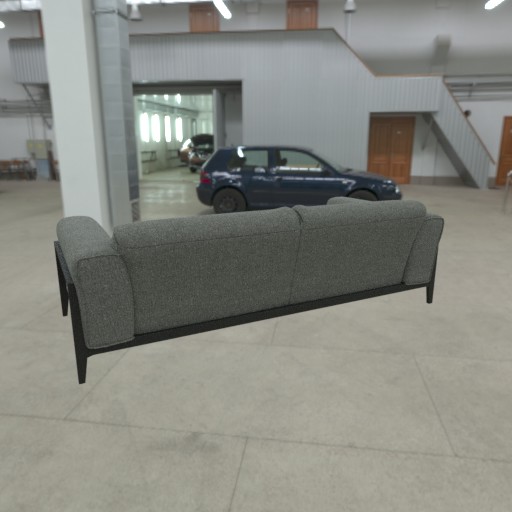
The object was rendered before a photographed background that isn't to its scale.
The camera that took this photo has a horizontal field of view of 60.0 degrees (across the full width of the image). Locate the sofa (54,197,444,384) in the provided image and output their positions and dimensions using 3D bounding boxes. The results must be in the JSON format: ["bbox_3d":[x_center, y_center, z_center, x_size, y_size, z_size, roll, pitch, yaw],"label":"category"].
[{"bbox_3d":[0.000,0.000,2.633,2.125,0.703,0.985,-8,17,-26],"label":"sofa"}]
